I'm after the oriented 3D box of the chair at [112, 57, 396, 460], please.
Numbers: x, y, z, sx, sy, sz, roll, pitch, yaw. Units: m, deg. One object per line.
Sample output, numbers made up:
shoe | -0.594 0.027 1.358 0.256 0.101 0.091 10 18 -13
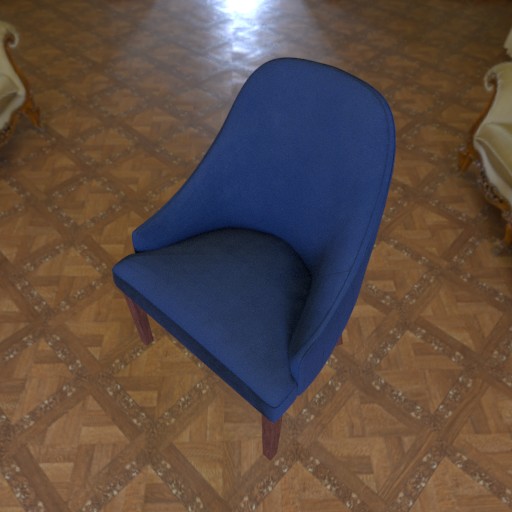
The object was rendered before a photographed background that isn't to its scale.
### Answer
chair | 0.000 0.000 1.238 0.643 0.889 0.575 34 56 27
